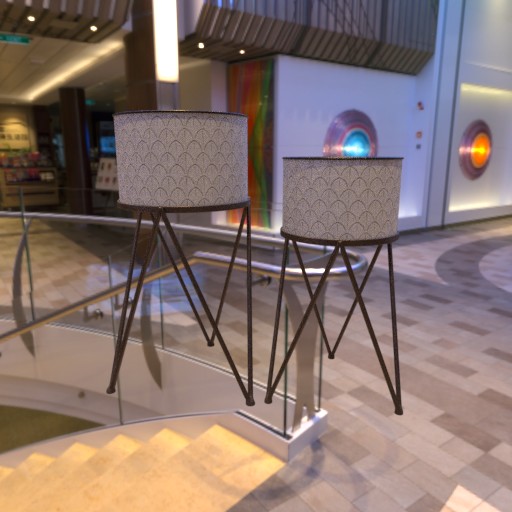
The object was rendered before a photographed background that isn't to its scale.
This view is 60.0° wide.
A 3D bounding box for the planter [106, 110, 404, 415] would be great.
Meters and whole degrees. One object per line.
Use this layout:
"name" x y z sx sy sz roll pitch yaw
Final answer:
"planter" 0.000 0.000 1.180 0.769 0.712 0.413 2 13 9
